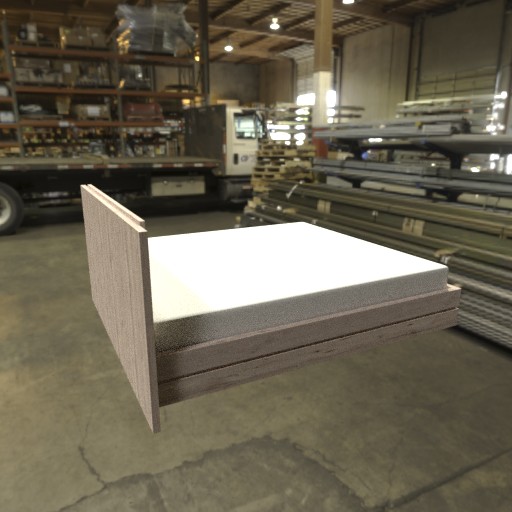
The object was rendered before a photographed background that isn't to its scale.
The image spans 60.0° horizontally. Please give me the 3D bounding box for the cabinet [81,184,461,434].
[{"bbox_3d":[0.000,0.000,3.216,2.080,0.970,1.950,-8,17,-26],"label":"cabinet"}]
